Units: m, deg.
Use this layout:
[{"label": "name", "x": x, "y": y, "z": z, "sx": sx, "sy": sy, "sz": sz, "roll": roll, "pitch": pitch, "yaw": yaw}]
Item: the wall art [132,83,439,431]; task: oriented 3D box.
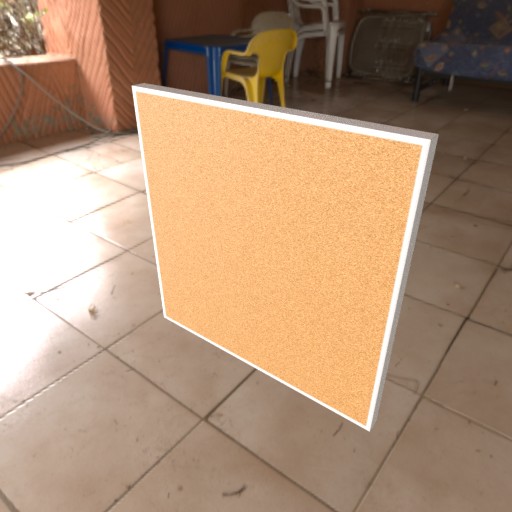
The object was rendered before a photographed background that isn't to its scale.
[{"label": "wall art", "x": 0.000, "y": 0.000, "z": 1.157, "sx": 0.768, "sy": 0.765, "sz": 0.041, "roll": 22, "pitch": 38, "yaw": 31}]
